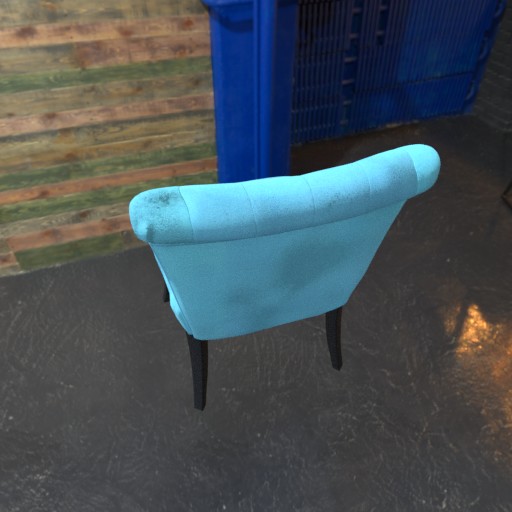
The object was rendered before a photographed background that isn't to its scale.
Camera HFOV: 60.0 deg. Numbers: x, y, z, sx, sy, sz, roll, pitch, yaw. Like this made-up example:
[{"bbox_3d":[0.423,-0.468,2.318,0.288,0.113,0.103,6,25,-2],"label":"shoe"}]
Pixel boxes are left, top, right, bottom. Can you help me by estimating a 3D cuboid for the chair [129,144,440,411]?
[{"bbox_3d":[0.000,0.000,1.170,0.582,0.750,0.605,-12,42,-14],"label":"chair"}]
